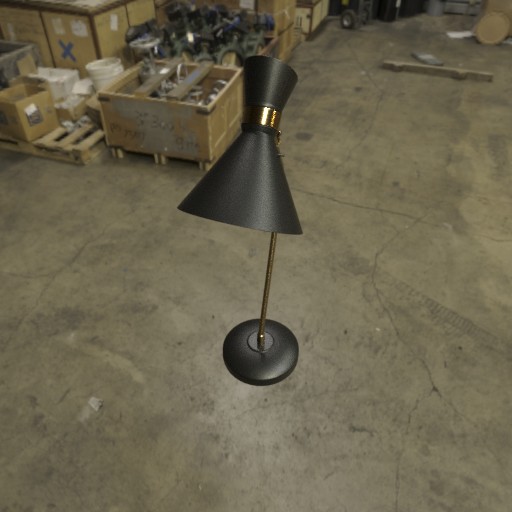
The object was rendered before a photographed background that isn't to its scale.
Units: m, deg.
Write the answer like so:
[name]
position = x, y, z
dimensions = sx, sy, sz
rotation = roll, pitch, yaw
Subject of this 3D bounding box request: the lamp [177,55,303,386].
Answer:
[lamp]
position = 0.000, 0.000, 0.788
dimensions = 0.189, 0.647, 0.292
rotation = 13, 42, 15
